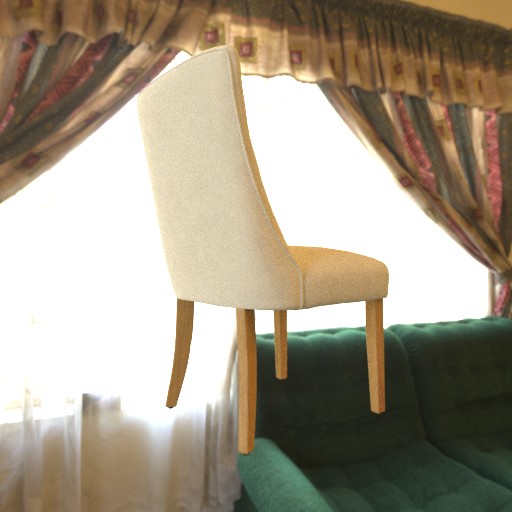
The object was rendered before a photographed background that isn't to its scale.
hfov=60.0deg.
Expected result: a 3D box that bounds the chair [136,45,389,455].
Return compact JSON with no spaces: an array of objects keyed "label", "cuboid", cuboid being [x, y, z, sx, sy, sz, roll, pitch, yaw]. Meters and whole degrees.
[{"label":"chair","cuboid":[0.000,0.000,1.264,0.610,0.902,0.495,0,1,-37]}]
